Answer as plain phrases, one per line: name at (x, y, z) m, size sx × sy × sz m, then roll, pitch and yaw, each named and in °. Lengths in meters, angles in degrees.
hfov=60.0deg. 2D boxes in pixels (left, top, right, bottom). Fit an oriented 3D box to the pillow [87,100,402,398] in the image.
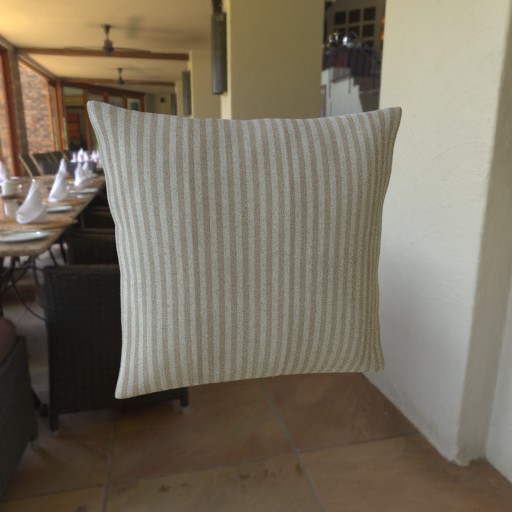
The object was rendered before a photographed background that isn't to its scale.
pillow at (0.000, 0.000, 0.783) m, size 0.523 × 0.510 × 0.166 m, roll -2°, pitch 14°, yaw -10°
